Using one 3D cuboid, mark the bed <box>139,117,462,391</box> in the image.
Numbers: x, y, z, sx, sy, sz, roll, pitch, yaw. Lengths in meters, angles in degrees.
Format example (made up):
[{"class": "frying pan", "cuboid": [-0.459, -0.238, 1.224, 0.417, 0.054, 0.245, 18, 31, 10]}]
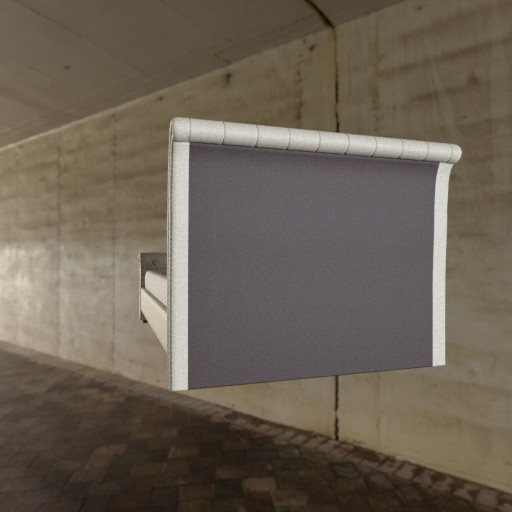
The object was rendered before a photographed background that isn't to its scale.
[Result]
[{"class": "bed", "cuboid": [0.000, 0.000, 3.398, 1.606, 1.268, 2.493, 0, 0, -18]}]
